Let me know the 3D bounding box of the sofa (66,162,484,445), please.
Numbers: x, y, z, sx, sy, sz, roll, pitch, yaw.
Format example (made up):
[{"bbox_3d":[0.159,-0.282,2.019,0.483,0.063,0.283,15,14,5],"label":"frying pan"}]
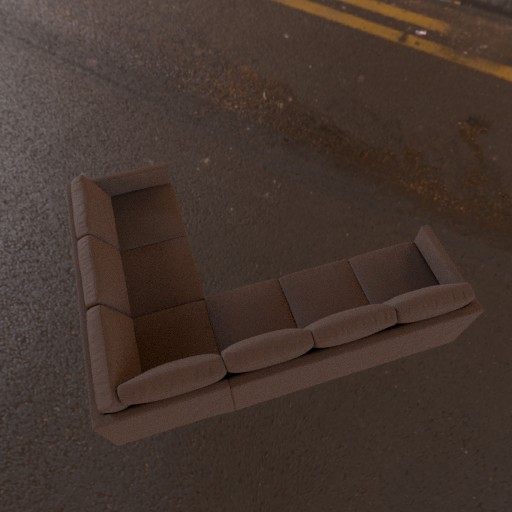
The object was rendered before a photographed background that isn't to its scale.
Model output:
[{"bbox_3d":[0.000,0.000,4.197,3.182,0.871,2.432,-15,59,-9],"label":"sofa"}]
